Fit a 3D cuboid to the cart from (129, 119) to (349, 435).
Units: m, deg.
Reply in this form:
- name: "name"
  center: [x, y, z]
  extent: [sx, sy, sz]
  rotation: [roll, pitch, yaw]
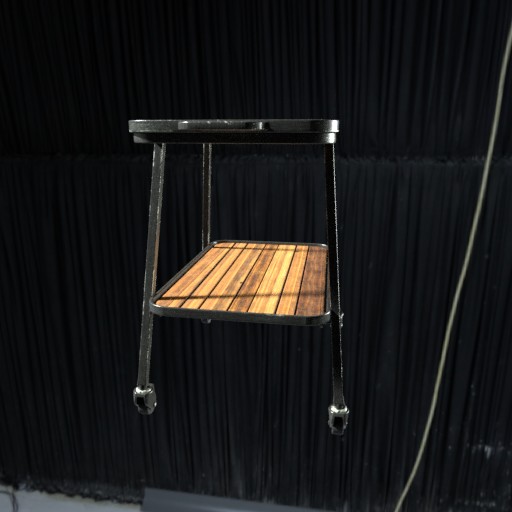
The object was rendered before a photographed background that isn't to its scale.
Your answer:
- name: "cart"
  center: [0.000, 0.000, 1.220]
  extent: [0.515, 0.700, 0.806]
  rotation: [3, 16, 9]
